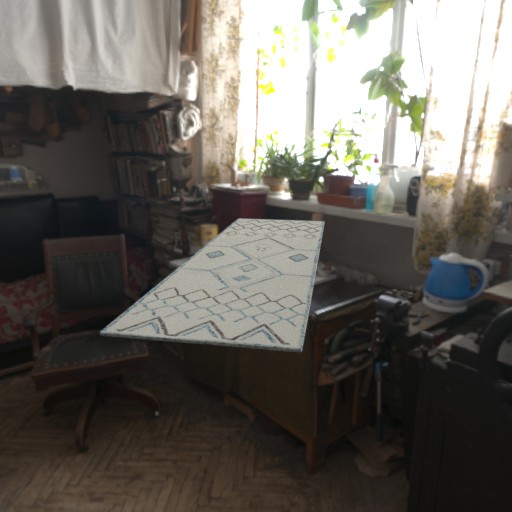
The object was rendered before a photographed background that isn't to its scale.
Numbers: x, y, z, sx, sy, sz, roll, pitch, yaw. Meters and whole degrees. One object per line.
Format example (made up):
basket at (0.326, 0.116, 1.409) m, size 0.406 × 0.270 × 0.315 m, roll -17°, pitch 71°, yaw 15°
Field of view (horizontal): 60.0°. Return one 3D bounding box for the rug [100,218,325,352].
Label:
rug at (0.000, 0.000, 2.771) m, size 0.770 × 0.013 × 2.434 m, roll 3°, pitch 15°, yaw 10°
